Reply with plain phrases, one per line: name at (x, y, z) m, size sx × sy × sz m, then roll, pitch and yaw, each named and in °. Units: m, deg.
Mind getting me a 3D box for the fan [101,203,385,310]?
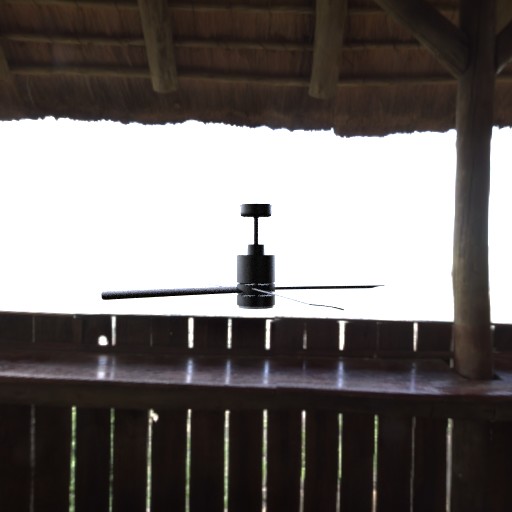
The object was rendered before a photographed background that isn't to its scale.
fan at (0.000, 0.000, 2.310) m, size 1.525 × 0.534 × 1.525 m, roll 0°, pitch 0°, yaw -20°
